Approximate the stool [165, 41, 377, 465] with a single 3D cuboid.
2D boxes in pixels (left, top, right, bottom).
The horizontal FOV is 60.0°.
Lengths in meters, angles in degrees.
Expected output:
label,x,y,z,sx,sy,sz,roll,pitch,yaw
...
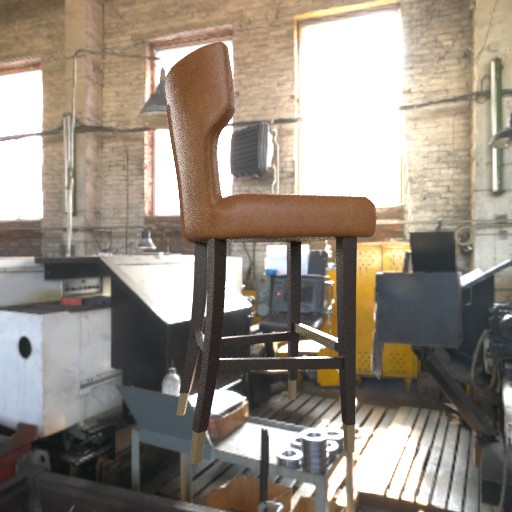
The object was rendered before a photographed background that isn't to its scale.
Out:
label,x,y,z,sx,sy,sz,roll,pitch,yaw
stool,0.000,0.000,1.401,0.563,1.092,0.526,0,0,-16
